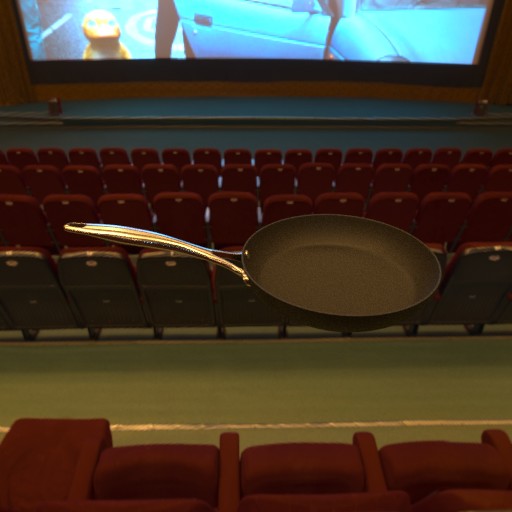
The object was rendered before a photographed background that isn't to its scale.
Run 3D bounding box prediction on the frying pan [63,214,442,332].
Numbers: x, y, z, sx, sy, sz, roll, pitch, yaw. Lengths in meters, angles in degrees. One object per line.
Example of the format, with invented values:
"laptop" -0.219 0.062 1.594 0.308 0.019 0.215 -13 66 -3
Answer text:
"frying pan" 0.000 0.000 0.579 0.472 0.105 0.255 -1 31 -2
